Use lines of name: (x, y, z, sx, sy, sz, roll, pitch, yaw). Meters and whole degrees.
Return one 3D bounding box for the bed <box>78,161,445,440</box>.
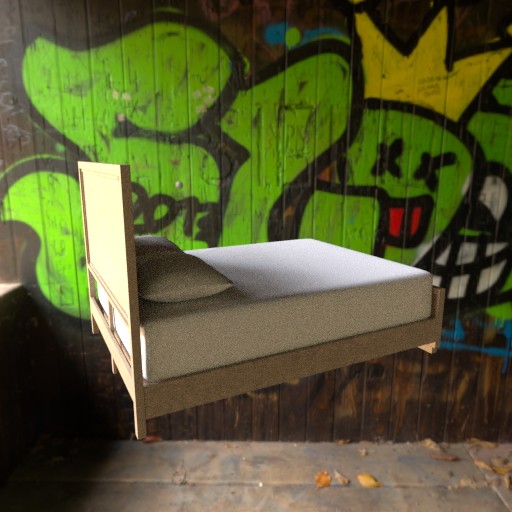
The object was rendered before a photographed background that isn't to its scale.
bed: (0.000, 0.000, 3.291, 2.189, 1.369, 1.606, -7, 14, -27)
